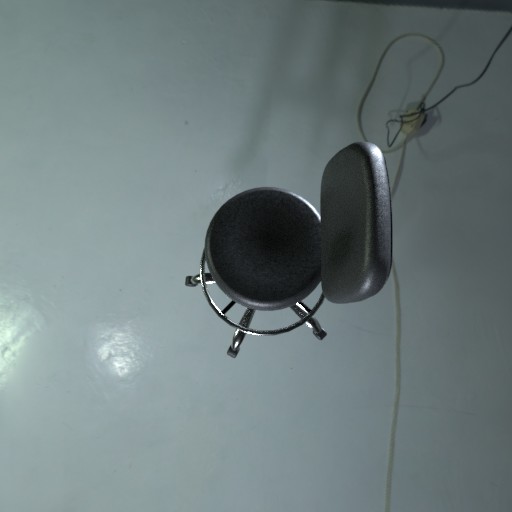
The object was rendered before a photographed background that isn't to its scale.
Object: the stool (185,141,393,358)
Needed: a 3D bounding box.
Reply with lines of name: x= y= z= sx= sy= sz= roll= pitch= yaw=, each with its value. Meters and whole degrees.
stool: x=0.000 y=0.000 z=1.564 sx=0.658 sy=1.069 sz=0.694 roll=1 pitch=76 yaw=0
